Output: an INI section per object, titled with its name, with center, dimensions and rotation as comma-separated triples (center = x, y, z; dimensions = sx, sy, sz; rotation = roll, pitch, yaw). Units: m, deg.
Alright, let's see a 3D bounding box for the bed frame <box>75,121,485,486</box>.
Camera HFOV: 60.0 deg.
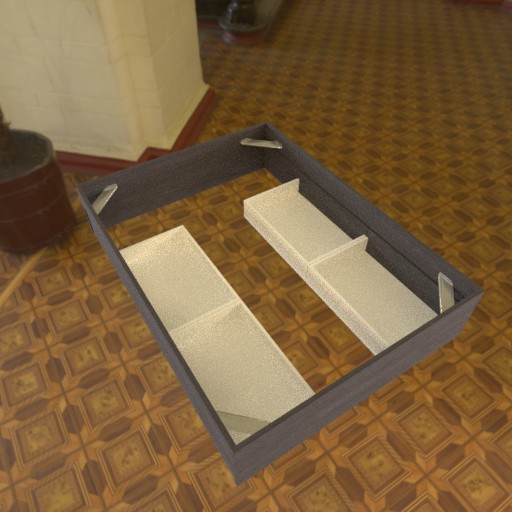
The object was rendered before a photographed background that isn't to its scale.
[bed frame]
center = 0.000, 0.000, 2.633
dimensions = 1.448, 0.459, 1.944
rotation = -25, 51, -22
